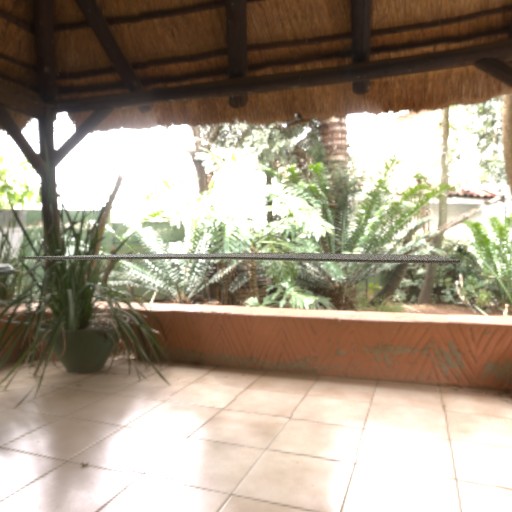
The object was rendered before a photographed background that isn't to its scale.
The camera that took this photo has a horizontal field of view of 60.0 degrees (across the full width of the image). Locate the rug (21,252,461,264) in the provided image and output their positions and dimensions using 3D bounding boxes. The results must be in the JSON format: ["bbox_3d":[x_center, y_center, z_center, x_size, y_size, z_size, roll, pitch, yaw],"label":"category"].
[{"bbox_3d":[0.000,0.000,2.919,2.306,0.030,1.613,0,1,19],"label":"rug"}]
